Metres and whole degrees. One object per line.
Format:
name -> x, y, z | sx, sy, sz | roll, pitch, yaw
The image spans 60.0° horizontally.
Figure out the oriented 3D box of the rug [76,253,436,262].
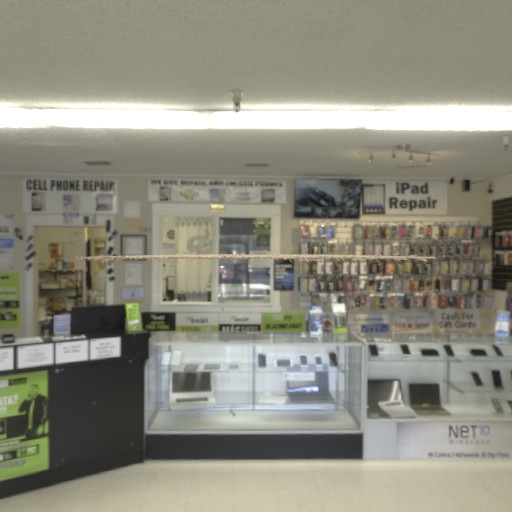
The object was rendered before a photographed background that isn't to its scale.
rug -> 0.000, 0.000, 3.114 | 1.528, 0.034, 2.523 | 0, 0, 0
